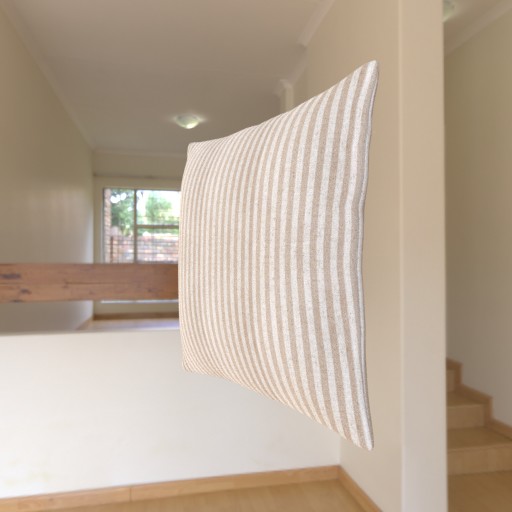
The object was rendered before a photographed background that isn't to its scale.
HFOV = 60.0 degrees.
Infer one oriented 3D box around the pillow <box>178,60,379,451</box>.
[{"bbox_3d":[0.000,0.000,0.785,0.166,0.510,0.523,1,-1,-37],"label":"pillow"}]
